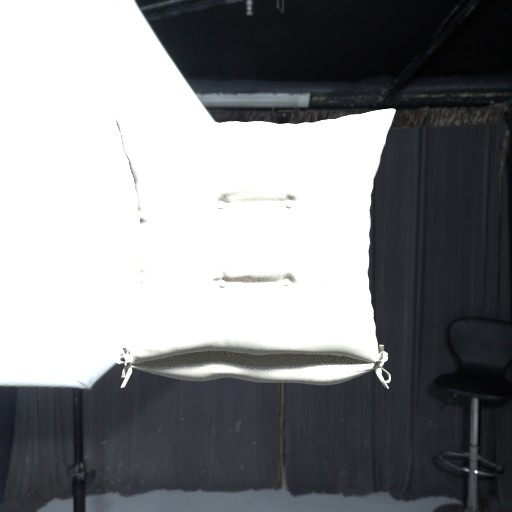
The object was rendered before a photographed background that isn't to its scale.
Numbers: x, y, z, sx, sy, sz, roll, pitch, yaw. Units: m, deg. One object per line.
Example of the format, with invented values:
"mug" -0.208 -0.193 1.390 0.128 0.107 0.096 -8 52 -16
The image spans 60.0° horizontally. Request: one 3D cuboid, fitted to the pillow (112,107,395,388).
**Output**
"pillow" 0.000 0.000 1.033 0.541 0.536 0.585 0 1 1
